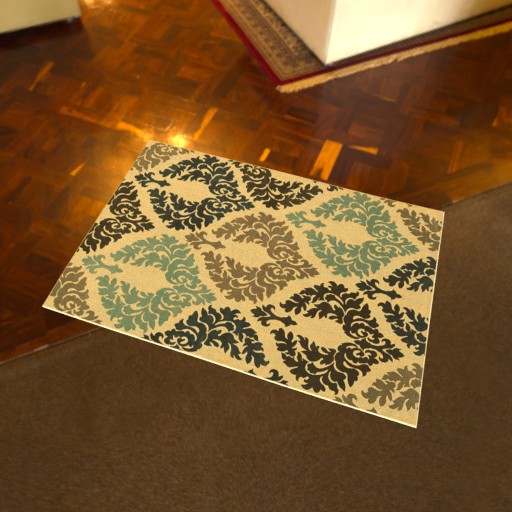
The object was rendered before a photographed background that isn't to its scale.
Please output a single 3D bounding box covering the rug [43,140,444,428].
[{"bbox_3d":[0.000,0.000,2.903,2.275,0.014,1.514,16,59,9],"label":"rug"}]
